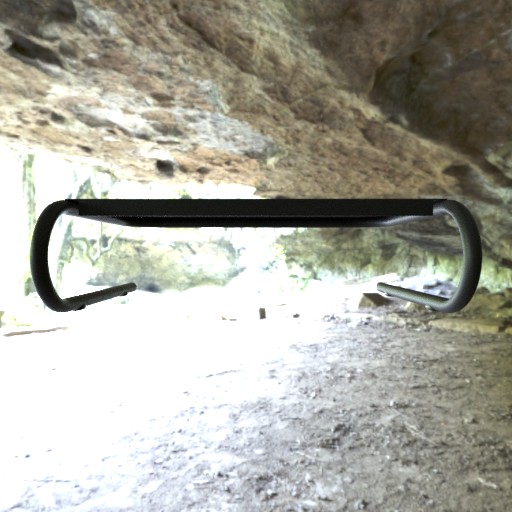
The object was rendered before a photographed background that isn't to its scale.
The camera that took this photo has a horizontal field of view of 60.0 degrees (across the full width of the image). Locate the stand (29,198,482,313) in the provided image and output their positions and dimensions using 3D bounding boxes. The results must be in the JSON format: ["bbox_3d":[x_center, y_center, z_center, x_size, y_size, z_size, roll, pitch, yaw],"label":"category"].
[{"bbox_3d":[0.000,0.000,0.496,0.370,0.108,0.280,0,0,0],"label":"stand"}]
